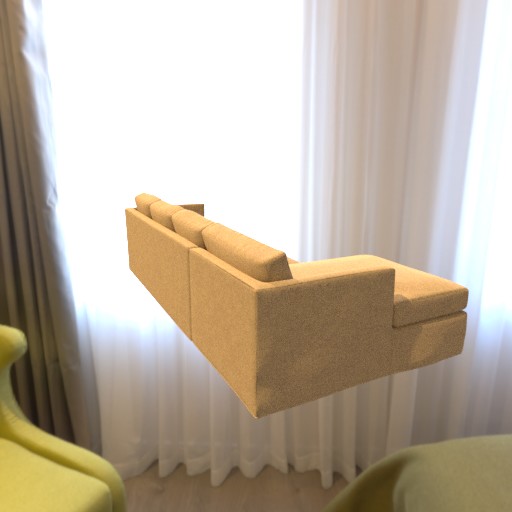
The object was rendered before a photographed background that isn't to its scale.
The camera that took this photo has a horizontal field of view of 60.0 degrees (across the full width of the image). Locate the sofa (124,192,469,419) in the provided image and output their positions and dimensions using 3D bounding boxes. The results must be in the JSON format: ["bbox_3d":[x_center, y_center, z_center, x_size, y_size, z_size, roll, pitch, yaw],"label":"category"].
[{"bbox_3d":[0.000,0.000,3.936,1.638,0.920,3.198,-7,16,-26],"label":"sofa"}]
